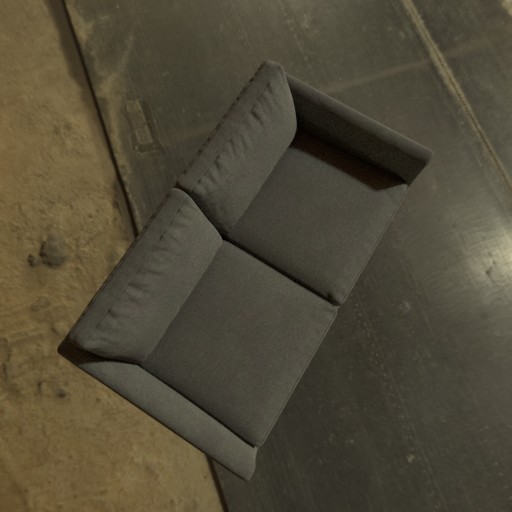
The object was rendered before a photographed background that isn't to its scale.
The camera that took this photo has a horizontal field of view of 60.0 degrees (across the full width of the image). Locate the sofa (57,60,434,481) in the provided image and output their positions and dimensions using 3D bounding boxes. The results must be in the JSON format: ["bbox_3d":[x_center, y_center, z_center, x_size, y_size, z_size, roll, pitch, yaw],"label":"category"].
[{"bbox_3d":[0.000,0.000,2.432,1.091,0.845,1.909,31,78,8],"label":"sofa"}]
